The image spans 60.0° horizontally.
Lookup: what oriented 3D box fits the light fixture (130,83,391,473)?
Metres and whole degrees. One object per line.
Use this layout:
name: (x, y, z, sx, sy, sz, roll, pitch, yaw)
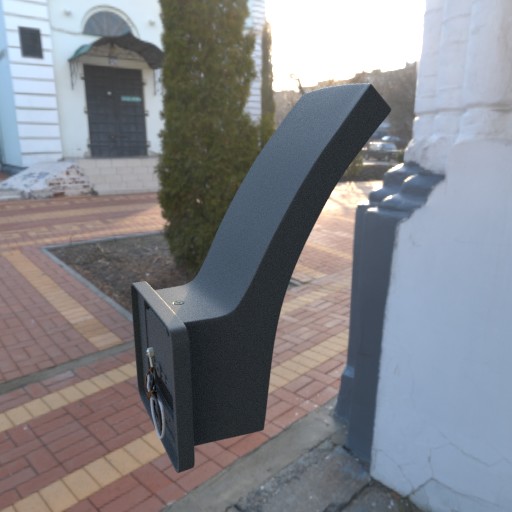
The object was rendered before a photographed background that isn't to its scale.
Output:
light fixture: (0.000, 0.000, 0.329, 0.174, 0.243, 0.108, -8, 17, -27)
